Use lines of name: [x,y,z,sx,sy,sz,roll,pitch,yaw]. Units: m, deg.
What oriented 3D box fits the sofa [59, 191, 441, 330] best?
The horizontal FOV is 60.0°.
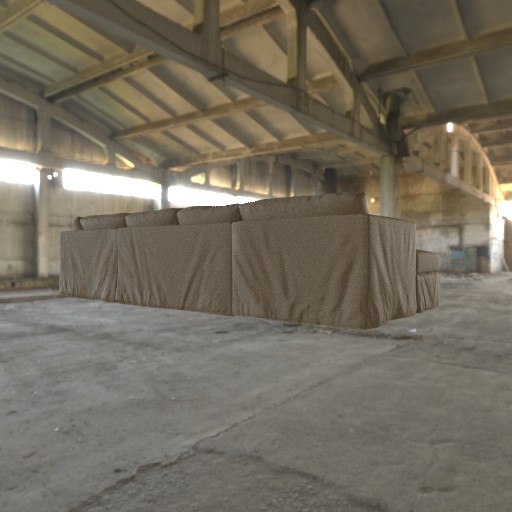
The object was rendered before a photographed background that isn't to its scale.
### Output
sofa: [0.000,0.000,4.646,3.528,0.878,2.476,0,0,37]
